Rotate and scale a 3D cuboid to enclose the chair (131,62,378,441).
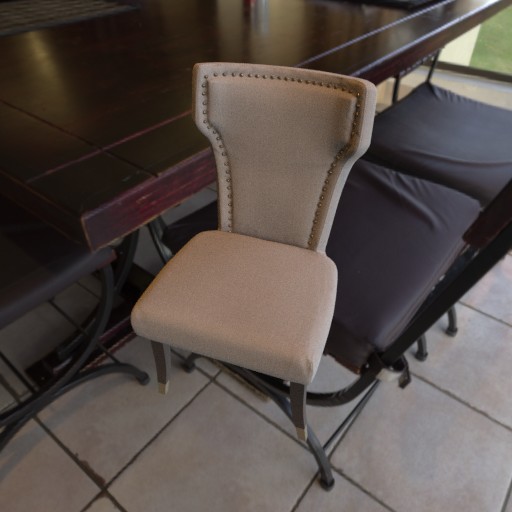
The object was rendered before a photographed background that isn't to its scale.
[{"bbox_3d":[0.000,0.000,1.329,0.526,0.950,0.630,13,42,15],"label":"chair"}]
